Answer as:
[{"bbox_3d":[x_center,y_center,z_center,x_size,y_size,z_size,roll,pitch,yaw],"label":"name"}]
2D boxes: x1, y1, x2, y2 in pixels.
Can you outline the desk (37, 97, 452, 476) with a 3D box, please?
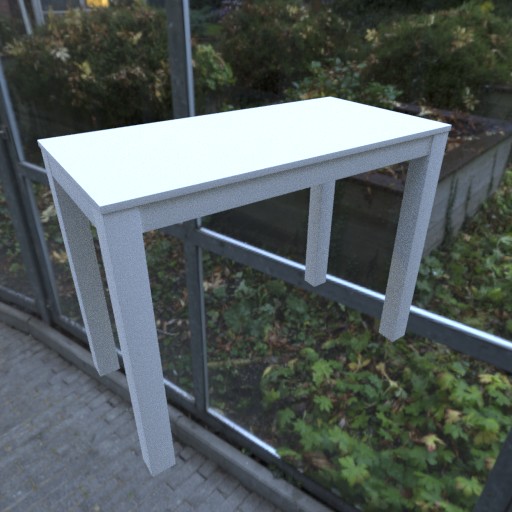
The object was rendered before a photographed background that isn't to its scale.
[{"bbox_3d":[0.000,0.000,1.369,0.990,0.762,0.497,-19,35,-29],"label":"desk"}]
